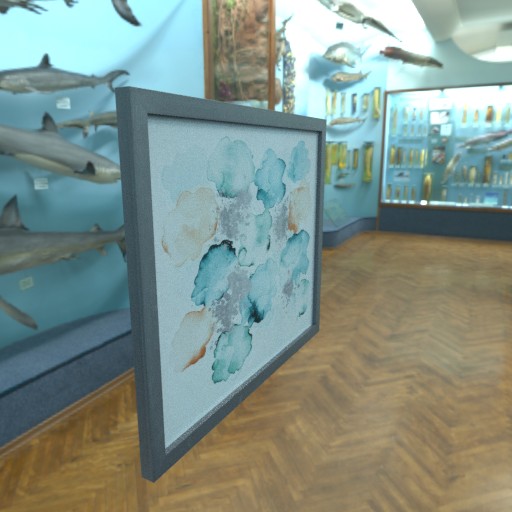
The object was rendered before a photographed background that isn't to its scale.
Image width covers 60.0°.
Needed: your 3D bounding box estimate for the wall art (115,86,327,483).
[{"bbox_3d":[0.000,0.000,0.882,0.026,0.558,0.660,7,15,29],"label":"wall art"}]
